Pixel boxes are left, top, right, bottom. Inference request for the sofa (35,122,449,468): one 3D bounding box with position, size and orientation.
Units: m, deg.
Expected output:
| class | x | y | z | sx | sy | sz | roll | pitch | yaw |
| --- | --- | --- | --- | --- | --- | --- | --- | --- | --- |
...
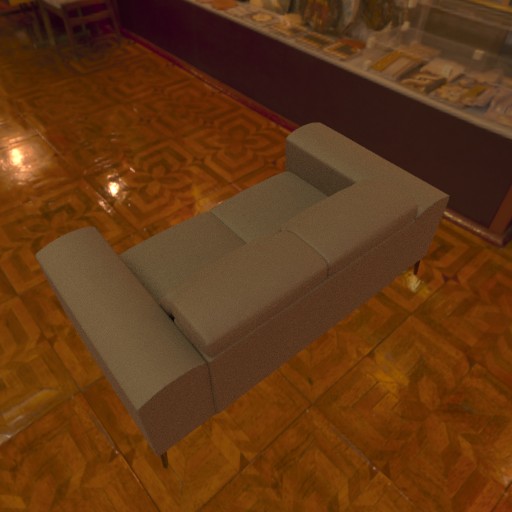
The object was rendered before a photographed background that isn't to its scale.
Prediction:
| class | x | y | z | sx | sy | sz | roll | pitch | yaw |
| --- | --- | --- | --- | --- | --- | --- | --- | --- | --- |
| sofa | 0.000 | 0.000 | 2.373 | 1.895 | 0.779 | 1.003 | -31 | 54 | -26 |
